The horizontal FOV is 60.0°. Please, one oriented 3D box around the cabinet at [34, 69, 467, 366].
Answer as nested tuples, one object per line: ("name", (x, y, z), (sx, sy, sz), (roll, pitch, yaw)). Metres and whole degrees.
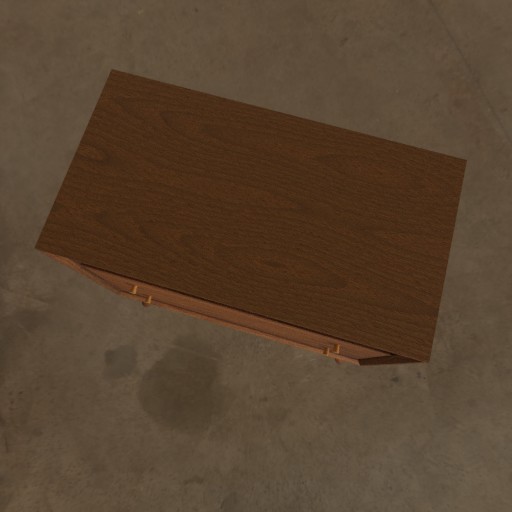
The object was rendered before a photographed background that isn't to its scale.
("cabinet", (0.000, 0.000, 1.166), (0.712, 0.748, 0.388), (16, 76, 4))
